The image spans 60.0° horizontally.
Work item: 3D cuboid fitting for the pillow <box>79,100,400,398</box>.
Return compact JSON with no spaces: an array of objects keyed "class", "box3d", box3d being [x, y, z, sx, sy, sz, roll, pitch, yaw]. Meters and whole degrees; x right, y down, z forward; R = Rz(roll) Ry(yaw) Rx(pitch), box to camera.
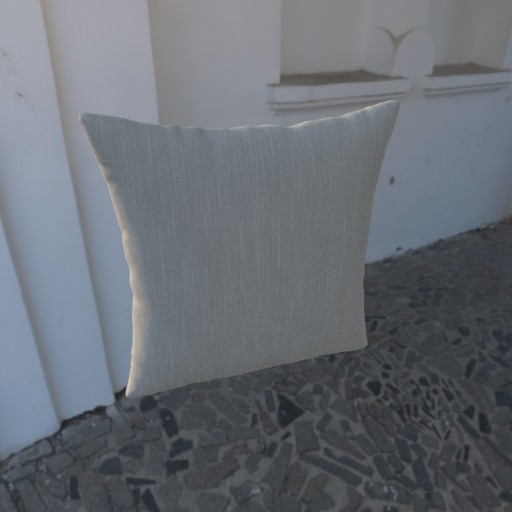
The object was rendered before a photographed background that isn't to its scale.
[{"class":"pillow","box3d":[0.000,0.000,0.785,0.511,0.509,0.161,-8,27,-16]}]
